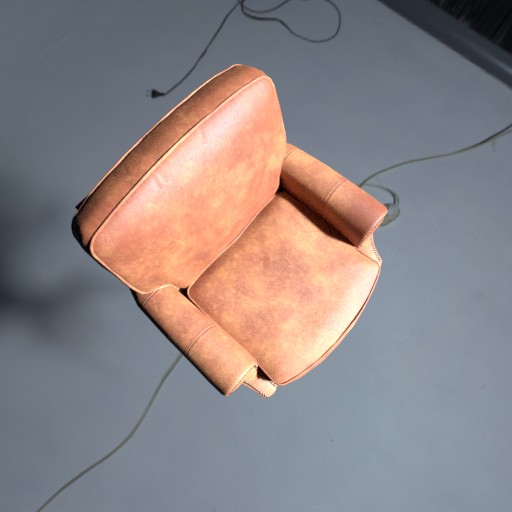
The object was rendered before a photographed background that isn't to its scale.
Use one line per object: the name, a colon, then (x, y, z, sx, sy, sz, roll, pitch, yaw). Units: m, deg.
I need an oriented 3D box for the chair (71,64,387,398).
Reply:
chair: (0.000, 0.000, 1.753, 0.986, 1.018, 0.936, 41, 79, 10)
